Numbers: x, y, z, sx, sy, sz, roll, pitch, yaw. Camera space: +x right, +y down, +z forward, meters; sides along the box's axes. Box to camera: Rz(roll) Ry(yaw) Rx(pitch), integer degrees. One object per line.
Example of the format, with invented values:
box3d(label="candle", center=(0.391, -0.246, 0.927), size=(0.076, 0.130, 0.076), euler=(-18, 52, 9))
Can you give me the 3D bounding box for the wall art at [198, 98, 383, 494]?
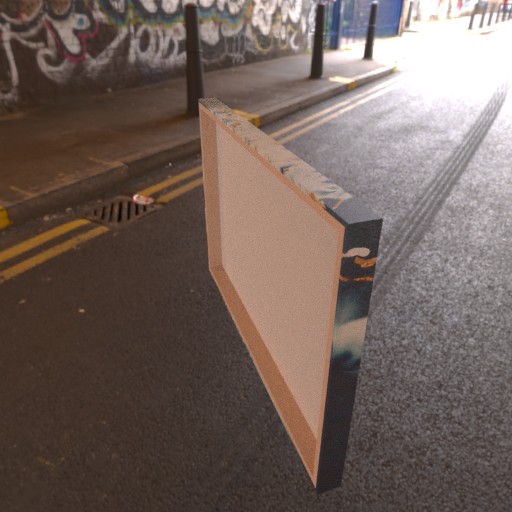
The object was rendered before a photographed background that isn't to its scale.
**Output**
box3d(label="wall art", center=(0.000, 0.000, 0.750), size=(0.036, 0.405, 0.607), euler=(-10, 32, -16))
